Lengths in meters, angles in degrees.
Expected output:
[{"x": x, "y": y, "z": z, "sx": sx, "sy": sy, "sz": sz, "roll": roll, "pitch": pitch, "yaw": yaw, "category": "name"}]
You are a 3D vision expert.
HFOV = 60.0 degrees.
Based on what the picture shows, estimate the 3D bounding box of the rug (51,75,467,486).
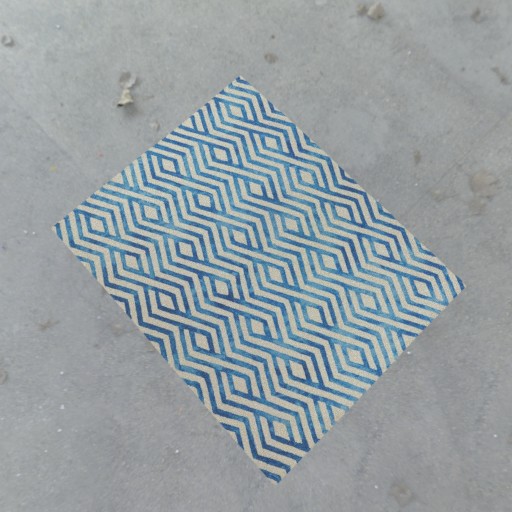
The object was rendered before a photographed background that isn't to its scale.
[{"x": 0.000, "y": 0.000, "z": 4.129, "sx": 2.453, "sy": 0.008, "sz": 3.059, "roll": -42, "pitch": 79, "yaw": -10, "category": "rug"}]
